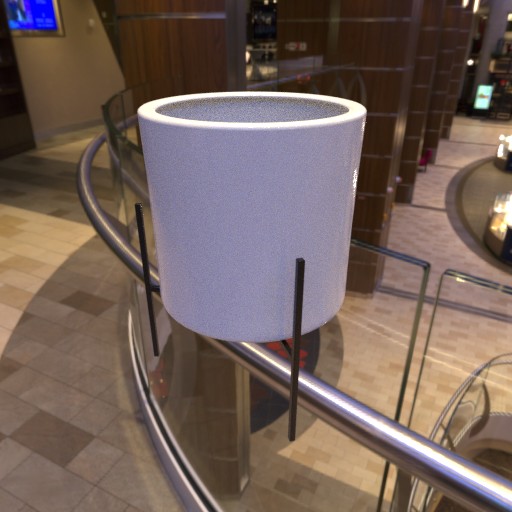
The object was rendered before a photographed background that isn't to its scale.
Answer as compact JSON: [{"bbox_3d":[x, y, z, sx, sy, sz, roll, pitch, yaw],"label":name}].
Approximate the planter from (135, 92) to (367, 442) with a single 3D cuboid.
[{"bbox_3d":[0.000,0.000,0.741,0.360,0.480,0.361,-9,28,-17],"label":"planter"}]
